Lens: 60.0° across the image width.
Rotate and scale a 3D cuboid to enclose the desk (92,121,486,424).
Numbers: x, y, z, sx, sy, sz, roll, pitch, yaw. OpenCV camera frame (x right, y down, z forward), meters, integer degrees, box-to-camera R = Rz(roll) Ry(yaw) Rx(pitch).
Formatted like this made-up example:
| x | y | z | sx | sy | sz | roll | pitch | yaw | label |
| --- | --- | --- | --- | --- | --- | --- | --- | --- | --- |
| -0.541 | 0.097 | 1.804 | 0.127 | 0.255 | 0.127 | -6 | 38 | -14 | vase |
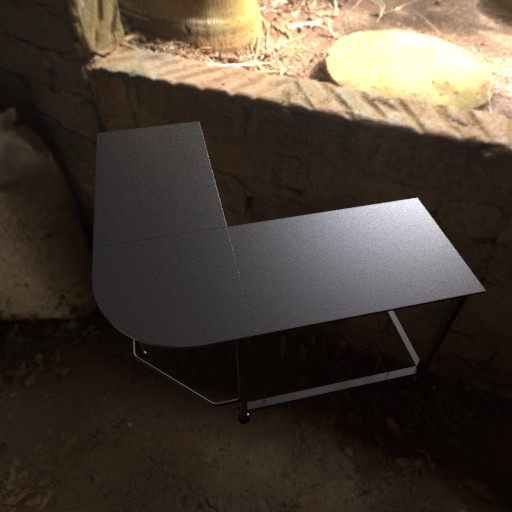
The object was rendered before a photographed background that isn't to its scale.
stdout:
| x | y | z | sx | sy | sz | roll | pitch | yaw | label |
| --- | --- | --- | --- | --- | --- | --- | --- | --- | --- |
| 0.000 | 0.000 | 2.250 | 1.400 | 0.762 | 1.400 | -9 | 48 | -9 | desk |
